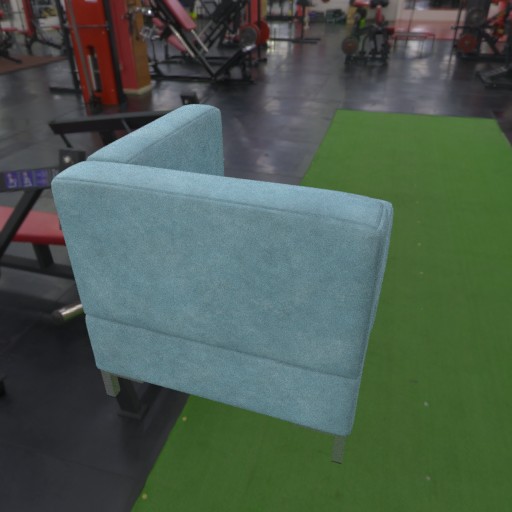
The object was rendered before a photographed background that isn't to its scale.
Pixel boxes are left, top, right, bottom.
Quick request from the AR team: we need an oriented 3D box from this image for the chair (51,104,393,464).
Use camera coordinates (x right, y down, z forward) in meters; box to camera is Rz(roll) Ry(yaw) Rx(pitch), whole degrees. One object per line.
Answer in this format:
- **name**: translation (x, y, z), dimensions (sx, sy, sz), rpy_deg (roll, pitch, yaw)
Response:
- **chair**: translation (0.000, 0.000, 1.230), dimensions (0.691, 0.660, 0.684), rpy_deg (10, 34, 16)
